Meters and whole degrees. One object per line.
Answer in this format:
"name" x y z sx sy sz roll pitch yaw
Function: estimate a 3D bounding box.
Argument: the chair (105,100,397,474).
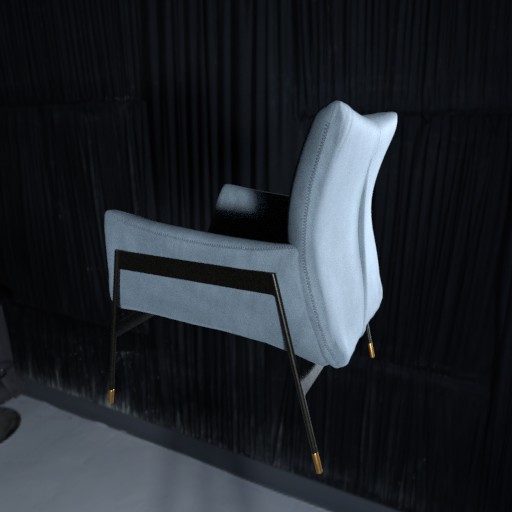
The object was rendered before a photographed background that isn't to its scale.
"chair" 0.000 0.000 1.369 0.709 0.858 0.678 8 18 25
